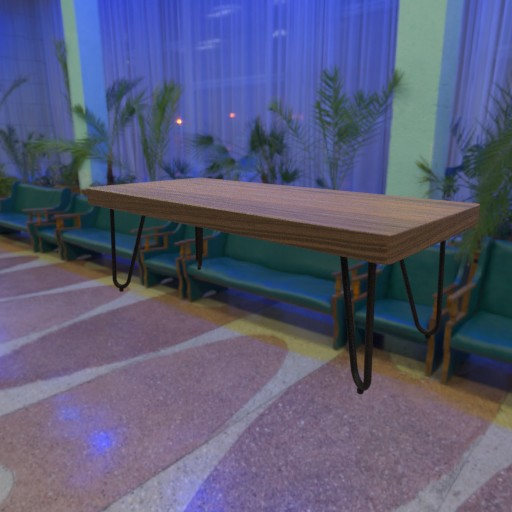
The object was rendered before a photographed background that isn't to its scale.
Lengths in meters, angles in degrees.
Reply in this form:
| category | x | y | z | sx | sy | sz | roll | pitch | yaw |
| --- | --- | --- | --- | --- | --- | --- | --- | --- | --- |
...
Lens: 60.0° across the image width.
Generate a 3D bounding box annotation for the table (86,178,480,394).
| category | x | y | z | sx | sy | sz | roll | pitch | yaw |
| --- | --- | --- | --- | --- | --- | --- | --- | --- | --- |
| table | 0.000 | 0.000 | 1.694 | 1.375 | 0.468 | 0.637 | 14 | 20 | 41 |
